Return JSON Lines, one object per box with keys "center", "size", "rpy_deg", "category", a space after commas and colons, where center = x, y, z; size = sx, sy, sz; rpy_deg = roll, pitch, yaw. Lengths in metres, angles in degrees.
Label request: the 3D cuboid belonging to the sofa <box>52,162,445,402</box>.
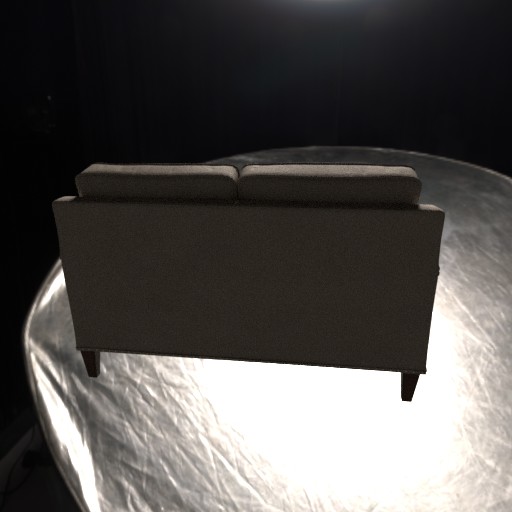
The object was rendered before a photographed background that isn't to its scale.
{"center": [0.000, 0.000, 2.266], "size": [1.597, 1.003, 1.084], "rpy_deg": [2, 17, 7], "category": "sofa"}
